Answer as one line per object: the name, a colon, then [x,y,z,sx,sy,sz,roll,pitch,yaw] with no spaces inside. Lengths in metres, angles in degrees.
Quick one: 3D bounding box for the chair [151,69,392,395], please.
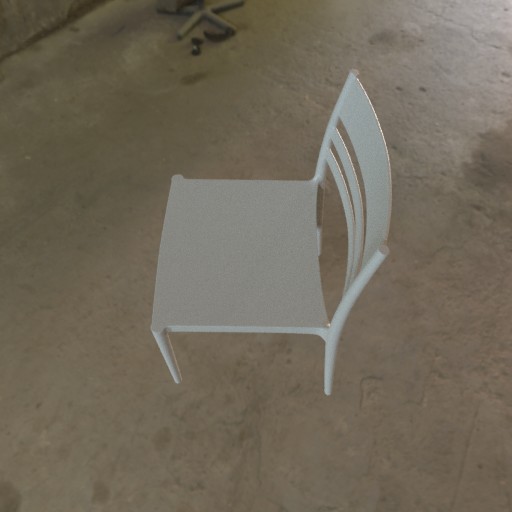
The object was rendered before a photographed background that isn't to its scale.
chair: [0.000,0.000,1.179,0.511,0.800,0.531,1,59,0]
